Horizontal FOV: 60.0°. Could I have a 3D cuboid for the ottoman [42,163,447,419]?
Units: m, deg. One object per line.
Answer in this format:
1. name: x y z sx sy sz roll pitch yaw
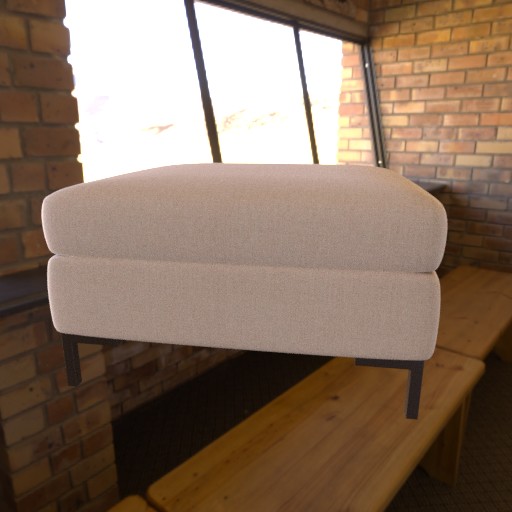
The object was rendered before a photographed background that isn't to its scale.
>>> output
1. ottoman: 0.000 0.000 1.153 0.794 0.453 0.657 3 16 9
